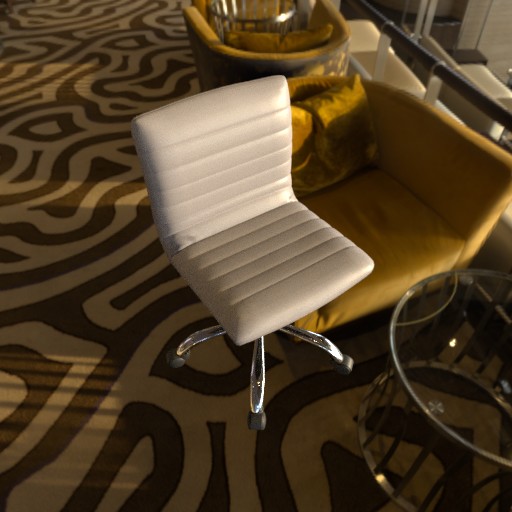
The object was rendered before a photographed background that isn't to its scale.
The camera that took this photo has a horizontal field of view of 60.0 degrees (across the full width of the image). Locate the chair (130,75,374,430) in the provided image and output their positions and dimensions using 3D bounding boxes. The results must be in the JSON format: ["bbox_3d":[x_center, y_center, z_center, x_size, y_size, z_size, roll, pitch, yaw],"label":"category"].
[{"bbox_3d":[0.000,0.000,1.160,0.569,0.750,0.542,-25,51,-23],"label":"chair"}]
